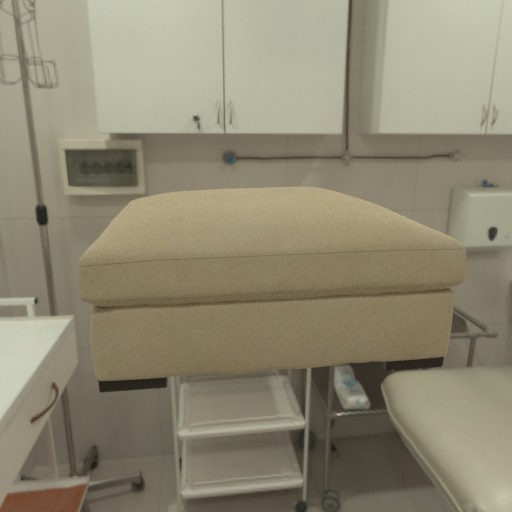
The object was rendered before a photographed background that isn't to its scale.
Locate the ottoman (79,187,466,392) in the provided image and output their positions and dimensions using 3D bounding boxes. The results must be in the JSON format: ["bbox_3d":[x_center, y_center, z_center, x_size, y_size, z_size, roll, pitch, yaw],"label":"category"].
[{"bbox_3d":[0.000,0.000,1.897,1.190,0.522,1.205,-2,15,-8],"label":"ottoman"}]
